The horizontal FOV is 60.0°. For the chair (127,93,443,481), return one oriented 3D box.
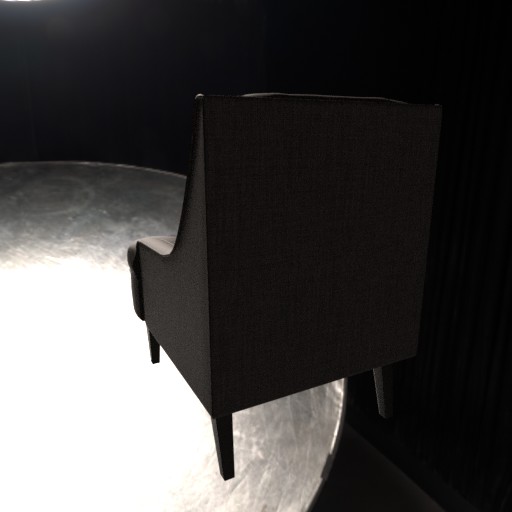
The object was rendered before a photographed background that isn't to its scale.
[{"bbox_3d":[0.000,0.000,1.375,0.655,0.891,0.771,-8,17,-27],"label":"chair"}]
